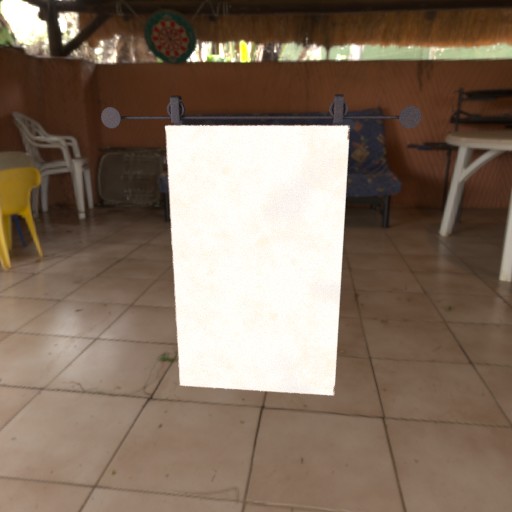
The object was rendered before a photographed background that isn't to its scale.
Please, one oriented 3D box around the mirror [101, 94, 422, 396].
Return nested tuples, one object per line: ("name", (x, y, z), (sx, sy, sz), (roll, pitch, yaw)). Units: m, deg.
("mirror", (0.000, 0.000, 1.234), (0.808, 0.844, 0.037), (2, 17, 6))
